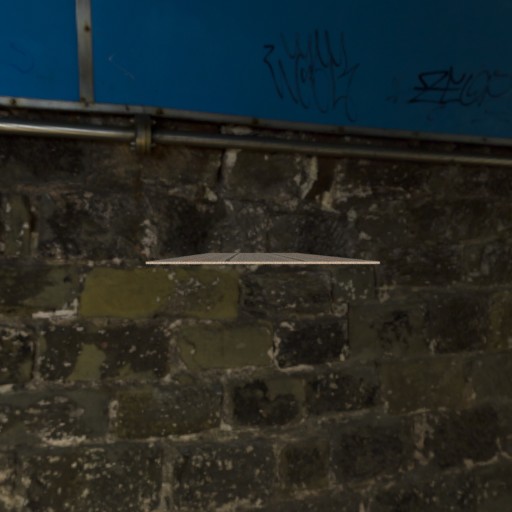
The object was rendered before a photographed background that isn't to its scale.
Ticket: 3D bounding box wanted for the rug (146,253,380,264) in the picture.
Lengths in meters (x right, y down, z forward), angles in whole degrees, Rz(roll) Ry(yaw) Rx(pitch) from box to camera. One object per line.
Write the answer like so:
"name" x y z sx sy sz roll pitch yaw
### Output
"rug" 0.000 0.000 2.660 0.762 0.008 2.439 0 1 -1
